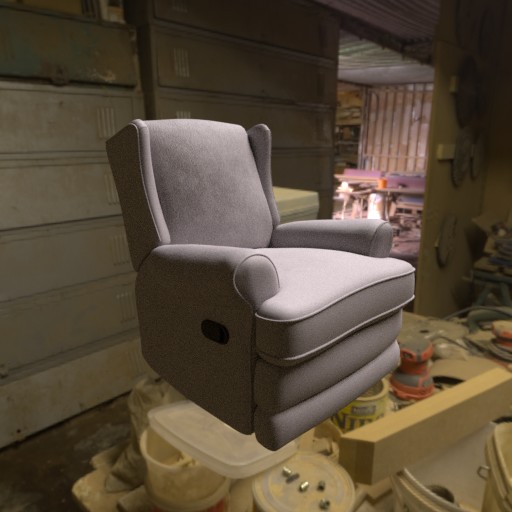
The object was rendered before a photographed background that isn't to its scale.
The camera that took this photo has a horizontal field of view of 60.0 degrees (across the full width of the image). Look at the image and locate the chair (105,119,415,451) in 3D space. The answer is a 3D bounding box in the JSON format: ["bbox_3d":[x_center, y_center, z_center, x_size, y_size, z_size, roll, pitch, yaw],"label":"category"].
[{"bbox_3d":[0.000,0.000,1.670,0.847,1.011,0.969,-14,20,-43],"label":"chair"}]
